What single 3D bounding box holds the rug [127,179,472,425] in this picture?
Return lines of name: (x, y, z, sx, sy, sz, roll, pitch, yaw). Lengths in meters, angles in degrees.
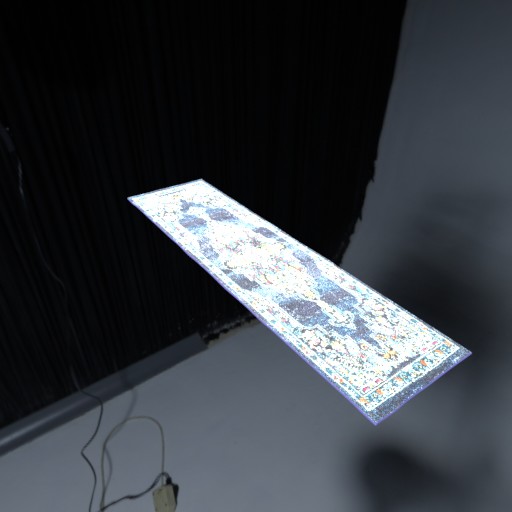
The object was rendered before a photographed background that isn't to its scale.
rug: (0.000, 0.000, 2.483, 0.602, 0.016, 2.283, -21, 38, -29)
